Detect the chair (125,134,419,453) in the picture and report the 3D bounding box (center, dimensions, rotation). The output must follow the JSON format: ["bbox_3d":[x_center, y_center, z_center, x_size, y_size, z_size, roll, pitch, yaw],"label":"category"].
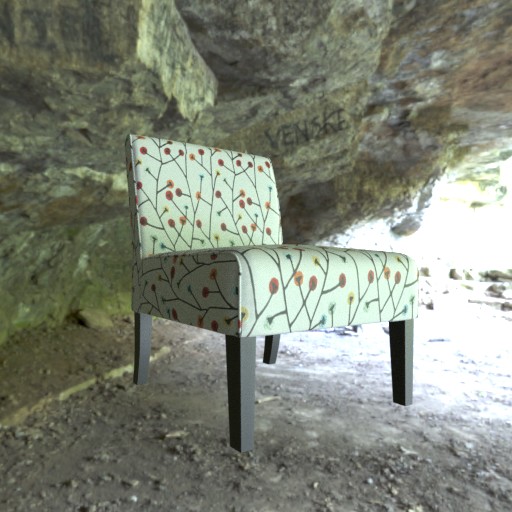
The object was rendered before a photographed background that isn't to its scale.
[{"bbox_3d":[0.000,0.000,1.333,0.597,0.813,0.732,1,-1,-35],"label":"chair"}]
